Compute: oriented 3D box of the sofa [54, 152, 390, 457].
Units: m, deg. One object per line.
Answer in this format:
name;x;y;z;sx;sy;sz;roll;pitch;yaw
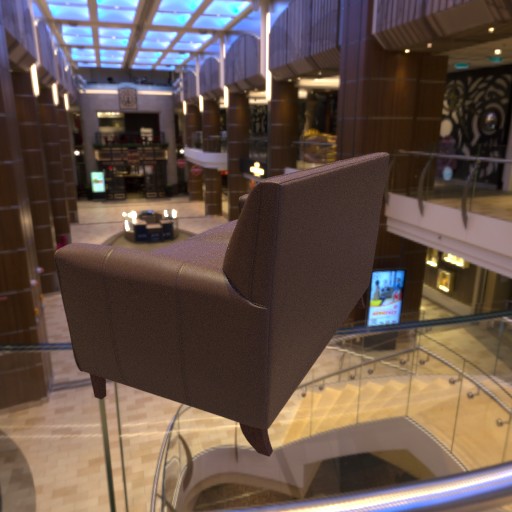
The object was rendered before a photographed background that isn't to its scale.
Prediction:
sofa;0.000;0.000;1.981;0.853;0.859;1.468;8;18;25
